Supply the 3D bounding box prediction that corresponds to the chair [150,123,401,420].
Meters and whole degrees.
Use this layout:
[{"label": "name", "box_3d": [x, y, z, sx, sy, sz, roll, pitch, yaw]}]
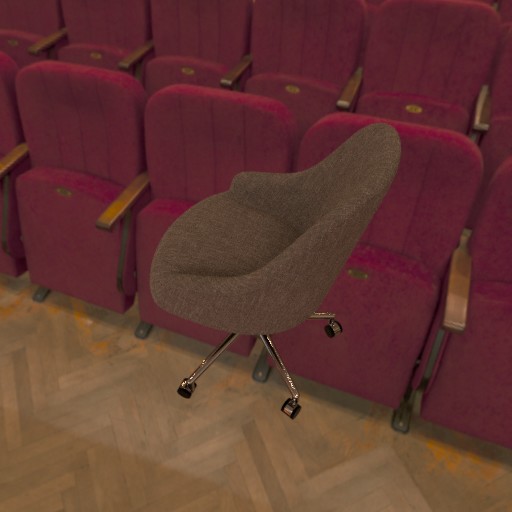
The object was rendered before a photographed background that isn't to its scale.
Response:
[{"label": "chair", "box_3d": [0.000, 0.000, 1.438, 0.712, 0.950, 0.671, 16, 49, 15]}]
